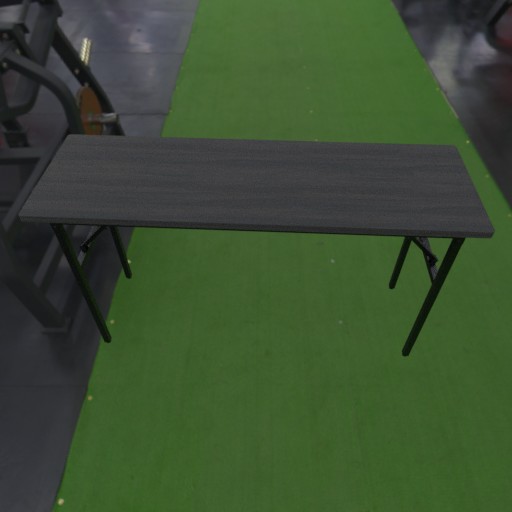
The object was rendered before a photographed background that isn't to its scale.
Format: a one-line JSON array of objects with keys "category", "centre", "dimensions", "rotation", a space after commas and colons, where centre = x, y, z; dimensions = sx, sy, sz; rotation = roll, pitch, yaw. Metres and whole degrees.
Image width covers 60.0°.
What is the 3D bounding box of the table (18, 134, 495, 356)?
[{"category": "table", "centre": [0.000, 0.000, 1.720], "dimensions": [1.399, 0.750, 0.449], "rotation": [2, 47, 2]}]
